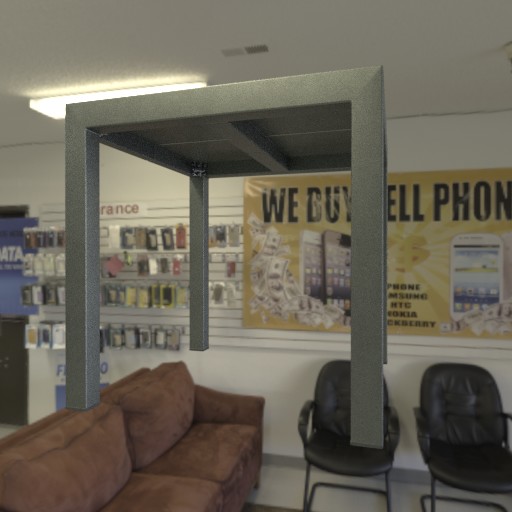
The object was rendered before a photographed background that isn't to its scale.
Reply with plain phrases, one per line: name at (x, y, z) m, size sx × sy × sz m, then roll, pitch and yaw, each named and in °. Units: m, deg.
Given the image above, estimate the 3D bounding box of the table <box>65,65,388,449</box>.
table at (0.000, 0.000, 0.901) m, size 0.508 × 0.508 × 0.508 m, roll 0°, pitch 0°, yaw 17°
